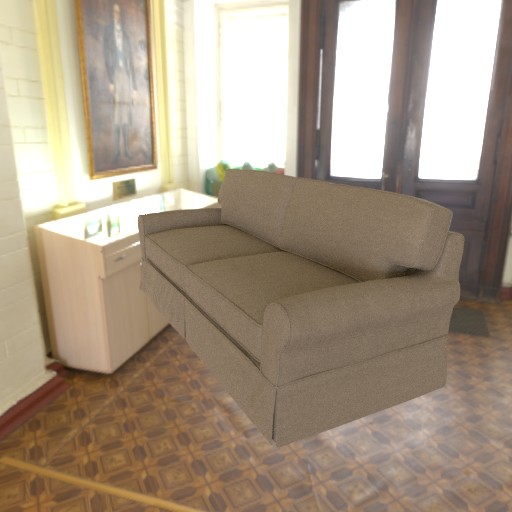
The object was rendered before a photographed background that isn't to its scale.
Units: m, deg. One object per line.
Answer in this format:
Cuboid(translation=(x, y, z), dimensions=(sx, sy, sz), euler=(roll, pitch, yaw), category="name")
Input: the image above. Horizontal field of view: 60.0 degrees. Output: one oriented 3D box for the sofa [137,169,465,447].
Cuboid(translation=(0.000, 0.000, 2.716), dimensions=(0.991, 0.943, 2.248), euler=(-8, 18, -27), category="sofa")
